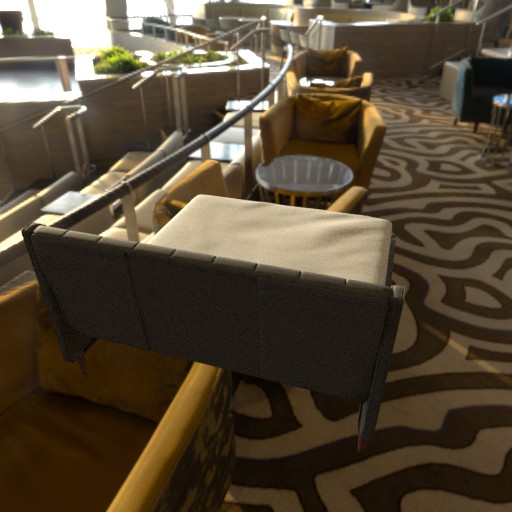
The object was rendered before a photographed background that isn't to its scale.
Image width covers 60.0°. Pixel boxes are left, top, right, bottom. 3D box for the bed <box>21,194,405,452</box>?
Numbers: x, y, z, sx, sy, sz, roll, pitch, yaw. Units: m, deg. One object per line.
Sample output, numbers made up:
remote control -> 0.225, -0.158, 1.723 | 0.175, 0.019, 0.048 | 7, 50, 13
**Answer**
bed -> 0.000, 0.000, 2.531 | 1.531, 0.933, 1.638 | 10, 33, 15
